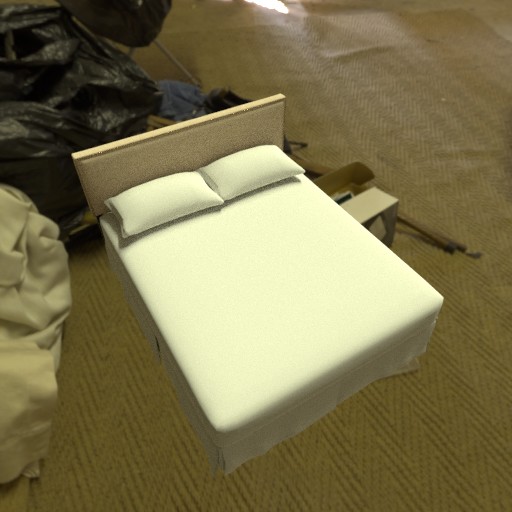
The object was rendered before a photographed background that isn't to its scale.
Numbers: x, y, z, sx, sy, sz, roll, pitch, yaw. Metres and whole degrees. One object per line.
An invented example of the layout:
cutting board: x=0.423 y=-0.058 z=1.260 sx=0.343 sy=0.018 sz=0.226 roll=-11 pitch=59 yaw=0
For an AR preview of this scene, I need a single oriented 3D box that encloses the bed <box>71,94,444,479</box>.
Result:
bed: x=0.000 y=0.000 z=2.852 sx=1.616 sy=1.016 sz=1.876 roll=-24 pitch=50 yaw=-21
